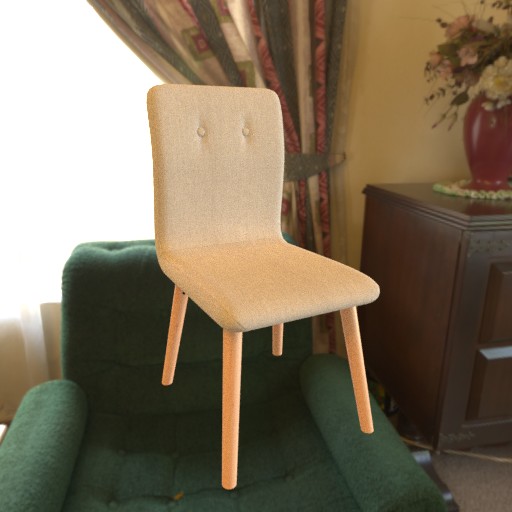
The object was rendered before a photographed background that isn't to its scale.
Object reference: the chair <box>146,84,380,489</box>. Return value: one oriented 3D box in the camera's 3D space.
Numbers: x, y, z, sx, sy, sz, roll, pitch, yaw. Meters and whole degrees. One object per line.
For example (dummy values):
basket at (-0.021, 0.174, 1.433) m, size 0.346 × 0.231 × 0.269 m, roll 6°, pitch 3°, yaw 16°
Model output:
chair at (0.000, 0.000, 1.180) m, size 0.435 × 0.885 × 0.550 m, roll -8°, pitch 18°, yaw -27°
